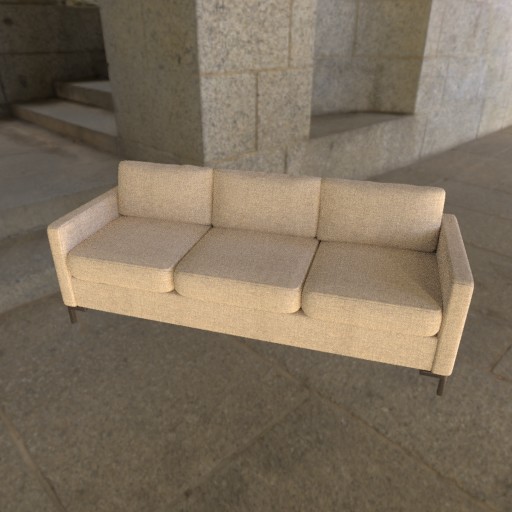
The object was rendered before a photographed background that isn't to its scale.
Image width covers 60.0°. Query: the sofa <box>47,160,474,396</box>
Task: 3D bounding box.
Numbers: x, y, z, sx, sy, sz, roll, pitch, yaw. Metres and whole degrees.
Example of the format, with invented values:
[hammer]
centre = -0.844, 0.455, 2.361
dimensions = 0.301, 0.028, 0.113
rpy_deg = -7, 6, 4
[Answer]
[sofa]
centre = 0.000, 0.000, 2.635
dimensions = 2.218, 0.874, 0.859
rpy_deg = 8, 28, 15
